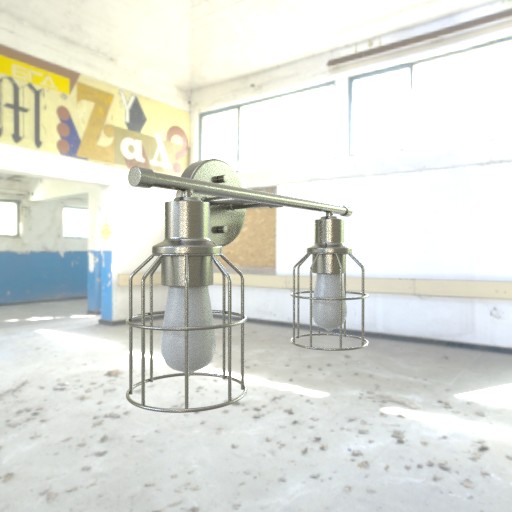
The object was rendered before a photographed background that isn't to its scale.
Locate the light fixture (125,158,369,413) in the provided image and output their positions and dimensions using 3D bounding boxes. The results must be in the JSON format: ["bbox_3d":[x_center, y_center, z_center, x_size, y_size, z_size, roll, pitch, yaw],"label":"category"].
[{"bbox_3d":[0.000,0.000,0.548,0.165,0.254,0.406,0,1,37],"label":"light fixture"}]
